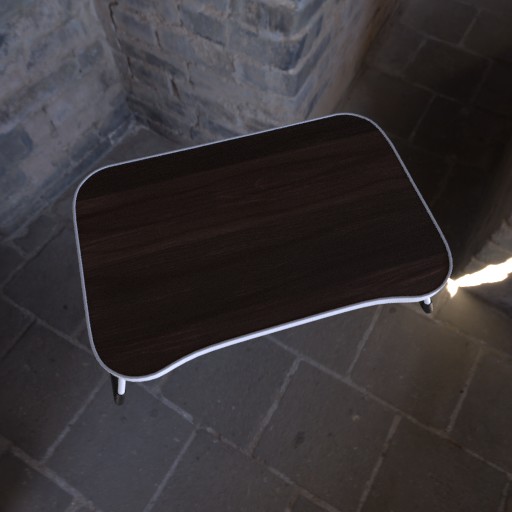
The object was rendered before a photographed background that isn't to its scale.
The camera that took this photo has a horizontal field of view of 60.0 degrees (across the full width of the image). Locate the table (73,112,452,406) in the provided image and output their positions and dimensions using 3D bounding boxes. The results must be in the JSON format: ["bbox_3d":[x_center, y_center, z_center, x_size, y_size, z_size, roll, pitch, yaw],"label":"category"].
[{"bbox_3d":[0.000,0.000,0.858,0.660,0.232,0.400,-15,64,-7],"label":"table"}]
